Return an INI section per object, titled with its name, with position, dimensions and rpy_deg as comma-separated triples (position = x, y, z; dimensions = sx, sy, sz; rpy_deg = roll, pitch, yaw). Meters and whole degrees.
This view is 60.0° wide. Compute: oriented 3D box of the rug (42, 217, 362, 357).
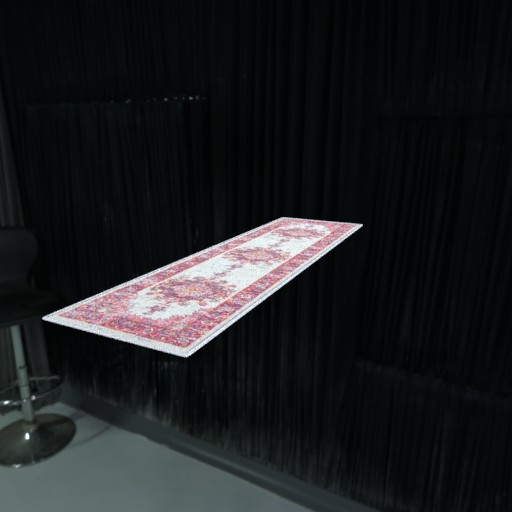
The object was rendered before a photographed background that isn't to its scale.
[rug]
position = 0.000, 0.000, 2.515
dimensions = 0.666, 0.011, 2.294
rpy_deg = 8, 17, 26
